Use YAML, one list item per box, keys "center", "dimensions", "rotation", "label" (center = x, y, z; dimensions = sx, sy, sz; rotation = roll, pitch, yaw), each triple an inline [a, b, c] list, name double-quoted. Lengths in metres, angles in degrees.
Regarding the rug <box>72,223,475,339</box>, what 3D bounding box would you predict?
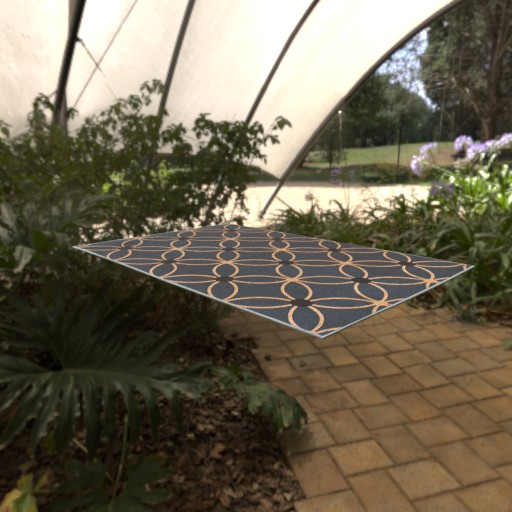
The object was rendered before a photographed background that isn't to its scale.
- center: [0.000, 0.000, 2.960]
  dimensions: [1.522, 0.008, 2.284]
  rotation: [-13, 19, -43]
  label: "rug"
